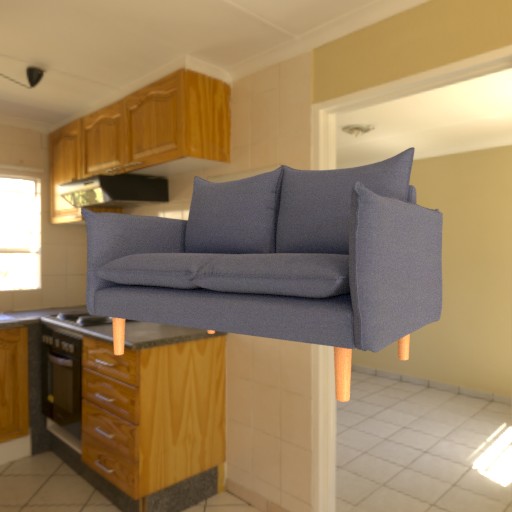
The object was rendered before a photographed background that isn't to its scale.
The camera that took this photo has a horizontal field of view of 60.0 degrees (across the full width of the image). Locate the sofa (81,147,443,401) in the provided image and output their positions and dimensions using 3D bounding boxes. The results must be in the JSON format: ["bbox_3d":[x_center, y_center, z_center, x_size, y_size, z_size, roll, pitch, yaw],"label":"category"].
[{"bbox_3d":[0.000,0.000,1.834,1.300,0.840,0.820,0,1,35],"label":"sofa"}]
